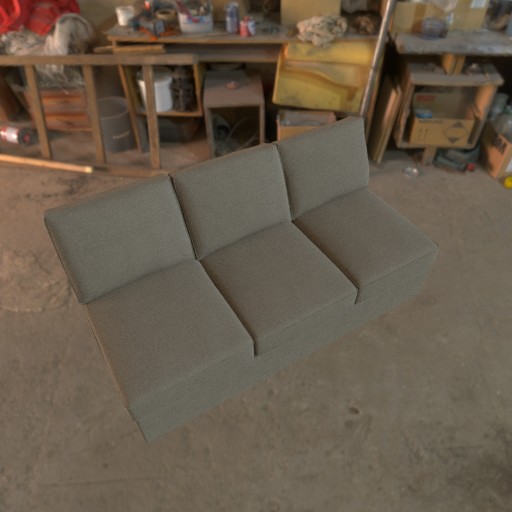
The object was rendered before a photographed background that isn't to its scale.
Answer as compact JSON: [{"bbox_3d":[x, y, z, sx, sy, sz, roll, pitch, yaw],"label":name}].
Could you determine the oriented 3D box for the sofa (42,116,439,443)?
[{"bbox_3d":[0.000,0.000,2.740,2.092,1.036,1.127,-23,50,-21],"label":"sofa"}]
